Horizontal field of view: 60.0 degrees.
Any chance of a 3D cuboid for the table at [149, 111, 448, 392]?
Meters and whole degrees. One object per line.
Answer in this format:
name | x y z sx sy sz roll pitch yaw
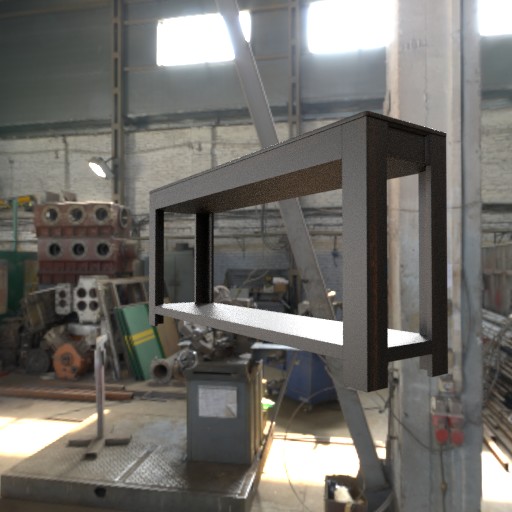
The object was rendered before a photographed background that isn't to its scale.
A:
table | 0.000 0.000 1.975 0.384 0.762 1.631 1 -1 -34
